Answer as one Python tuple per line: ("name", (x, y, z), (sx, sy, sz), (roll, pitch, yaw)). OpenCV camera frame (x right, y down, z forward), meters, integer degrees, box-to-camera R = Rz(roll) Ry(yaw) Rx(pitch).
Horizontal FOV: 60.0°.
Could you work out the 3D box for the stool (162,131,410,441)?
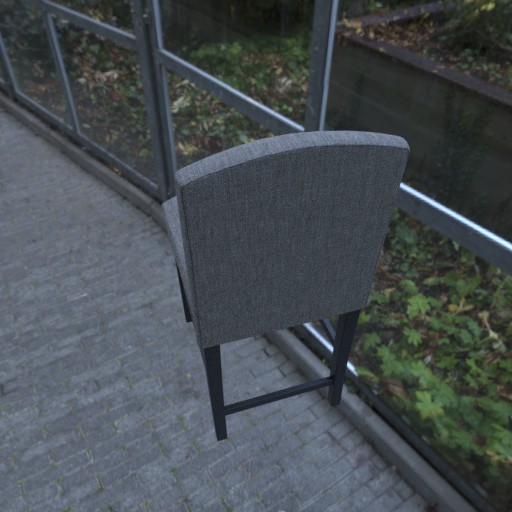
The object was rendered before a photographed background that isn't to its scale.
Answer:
("stool", (0.000, 0.000, 1.264), (0.451, 0.966, 0.552), (-12, 43, -13))
